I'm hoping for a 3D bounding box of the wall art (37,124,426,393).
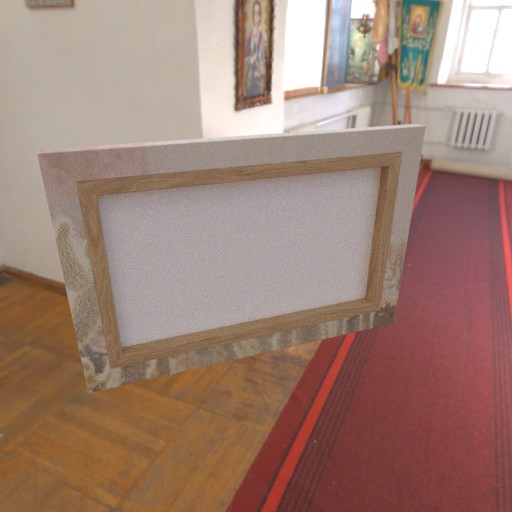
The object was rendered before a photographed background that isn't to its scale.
[{"bbox_3d":[0.000,0.000,1.147,0.916,0.608,0.040,-9,27,-18],"label":"wall art"}]
